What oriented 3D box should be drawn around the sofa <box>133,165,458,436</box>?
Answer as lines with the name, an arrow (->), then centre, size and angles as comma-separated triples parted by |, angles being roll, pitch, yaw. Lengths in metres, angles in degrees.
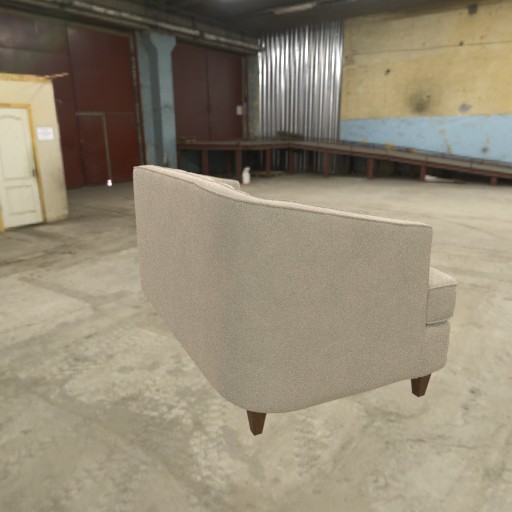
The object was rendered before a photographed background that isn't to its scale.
sofa -> 0.000, 0.000, 2.240 | 0.940, 0.878, 1.731 | -8, 17, -25
